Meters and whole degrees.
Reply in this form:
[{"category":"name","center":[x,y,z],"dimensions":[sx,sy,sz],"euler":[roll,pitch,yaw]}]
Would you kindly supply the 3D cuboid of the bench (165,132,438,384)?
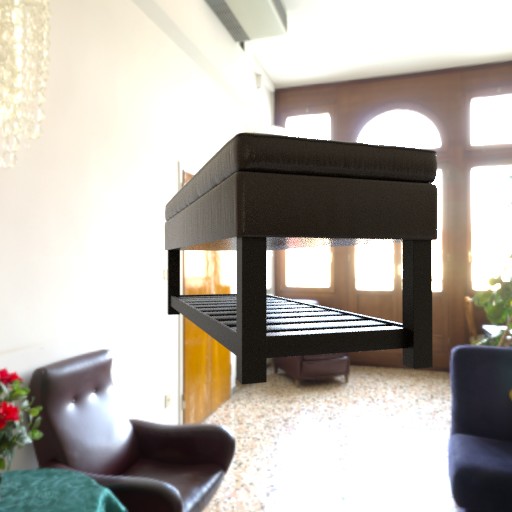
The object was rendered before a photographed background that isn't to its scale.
[{"category":"bench","center":[0.000,0.000,1.348],"dimensions":[0.432,0.460,1.105],"euler":[0,-1,-18]}]
